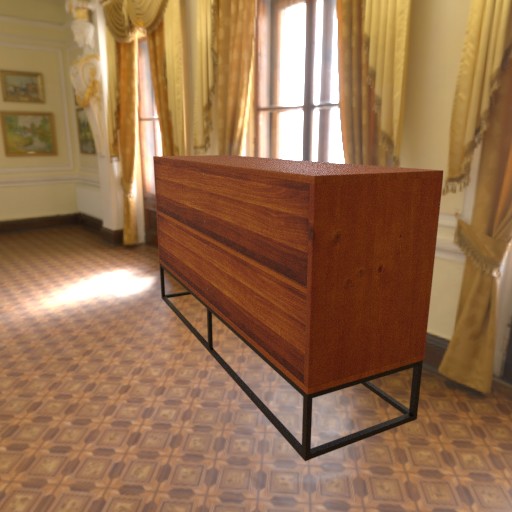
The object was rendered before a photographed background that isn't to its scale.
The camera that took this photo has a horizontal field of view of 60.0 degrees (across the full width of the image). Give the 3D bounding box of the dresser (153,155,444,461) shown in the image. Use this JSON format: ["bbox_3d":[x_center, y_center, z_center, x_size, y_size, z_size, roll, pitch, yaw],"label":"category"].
[{"bbox_3d":[0.000,0.000,1.933,0.464,0.810,1.536,-7,16,-26],"label":"dresser"}]
